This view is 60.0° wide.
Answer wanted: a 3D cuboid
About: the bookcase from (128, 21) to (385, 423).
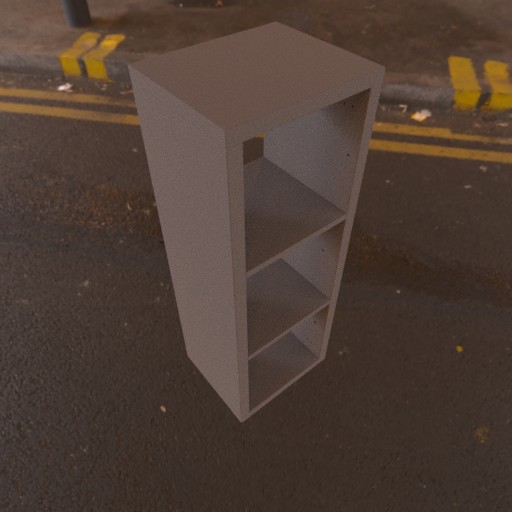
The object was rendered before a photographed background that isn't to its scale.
[{"bbox_3d":[0.000,0.000,1.263,0.390,1.080,0.330,-30,53,-26],"label":"bookcase"}]
